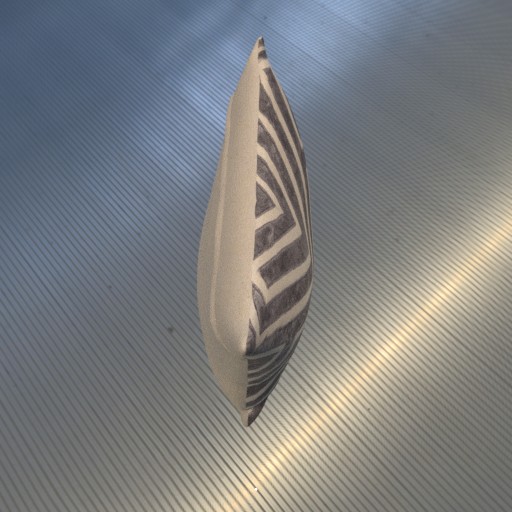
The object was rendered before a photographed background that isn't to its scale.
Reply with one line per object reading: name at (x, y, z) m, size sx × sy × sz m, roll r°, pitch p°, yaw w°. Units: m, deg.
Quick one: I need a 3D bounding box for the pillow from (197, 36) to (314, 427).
pillow at (0.000, 0.000, 0.674) m, size 0.182 × 0.441 × 0.440 m, roll 2°, pitch 62°, yaw 1°
